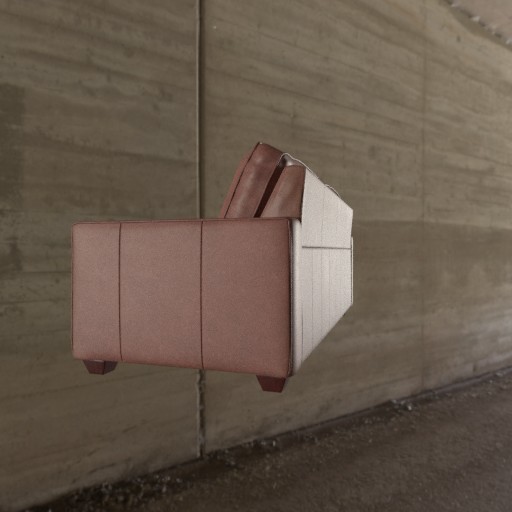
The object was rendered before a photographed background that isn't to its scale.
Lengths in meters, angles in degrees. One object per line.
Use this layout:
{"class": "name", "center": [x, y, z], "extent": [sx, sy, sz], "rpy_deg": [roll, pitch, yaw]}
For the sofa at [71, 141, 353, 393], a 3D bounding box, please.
{"class": "sofa", "center": [0.000, 0.000, 2.579], "extent": [0.940, 0.919, 2.080], "rpy_deg": [0, 1, 18]}
